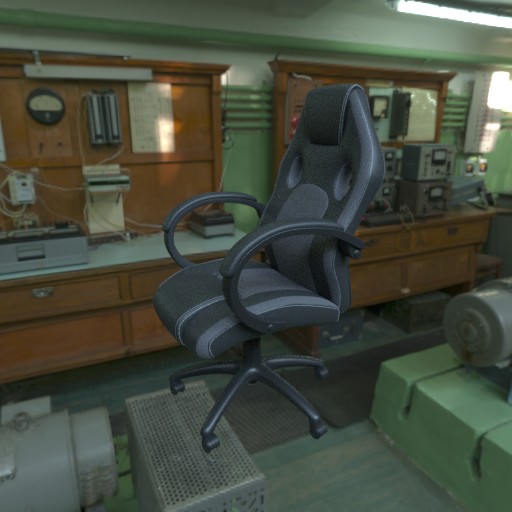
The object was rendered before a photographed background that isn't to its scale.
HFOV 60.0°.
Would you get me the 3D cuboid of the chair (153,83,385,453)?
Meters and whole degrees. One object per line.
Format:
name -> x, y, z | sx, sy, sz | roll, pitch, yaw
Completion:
chair -> 0.000, 0.000, 1.614 | 0.724, 1.187, 0.673 | -8, 19, -26
